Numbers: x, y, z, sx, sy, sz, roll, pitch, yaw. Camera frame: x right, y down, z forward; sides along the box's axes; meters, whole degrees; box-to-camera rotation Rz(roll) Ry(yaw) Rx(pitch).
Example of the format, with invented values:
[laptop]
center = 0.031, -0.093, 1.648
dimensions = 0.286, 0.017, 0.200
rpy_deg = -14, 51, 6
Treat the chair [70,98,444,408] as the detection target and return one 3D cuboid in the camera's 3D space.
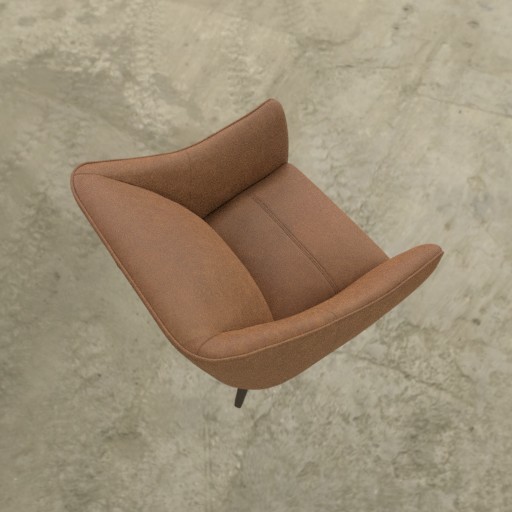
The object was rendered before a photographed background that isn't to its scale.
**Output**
[chair]
center = 0.000, 0.000, 1.551
dimensions = 0.852, 0.830, 0.871
rpy_deg = -33, 65, -18
